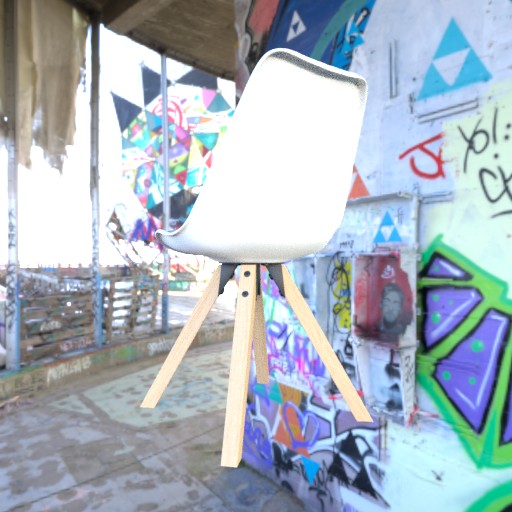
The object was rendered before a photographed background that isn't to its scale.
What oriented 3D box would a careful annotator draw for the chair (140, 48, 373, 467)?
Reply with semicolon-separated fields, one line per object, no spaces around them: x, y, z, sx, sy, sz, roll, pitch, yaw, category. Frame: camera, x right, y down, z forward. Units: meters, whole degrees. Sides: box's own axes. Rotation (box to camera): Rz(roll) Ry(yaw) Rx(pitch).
0.000;0.000;1.176;0.485;0.850;0.550;0;0;-36;chair
